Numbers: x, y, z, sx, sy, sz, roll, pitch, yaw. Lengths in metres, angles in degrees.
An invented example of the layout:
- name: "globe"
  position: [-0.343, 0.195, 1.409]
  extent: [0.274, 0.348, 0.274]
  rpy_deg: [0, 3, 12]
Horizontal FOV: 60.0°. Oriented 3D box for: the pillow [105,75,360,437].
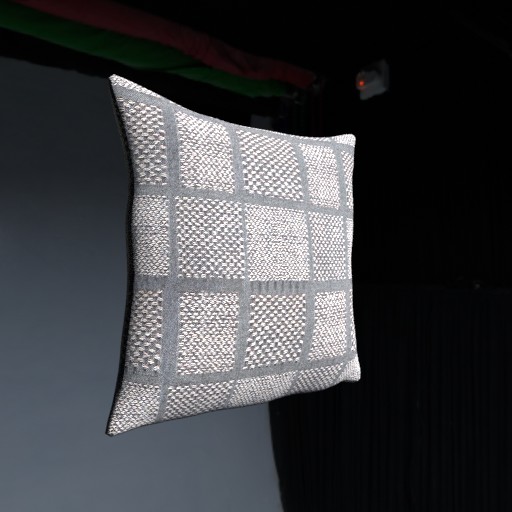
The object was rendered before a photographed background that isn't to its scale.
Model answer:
- name: "pillow"
  position: [0.000, 0.000, 0.650]
  extent: [0.435, 0.432, 0.138]
  rpy_deg: [1, -1, -36]
